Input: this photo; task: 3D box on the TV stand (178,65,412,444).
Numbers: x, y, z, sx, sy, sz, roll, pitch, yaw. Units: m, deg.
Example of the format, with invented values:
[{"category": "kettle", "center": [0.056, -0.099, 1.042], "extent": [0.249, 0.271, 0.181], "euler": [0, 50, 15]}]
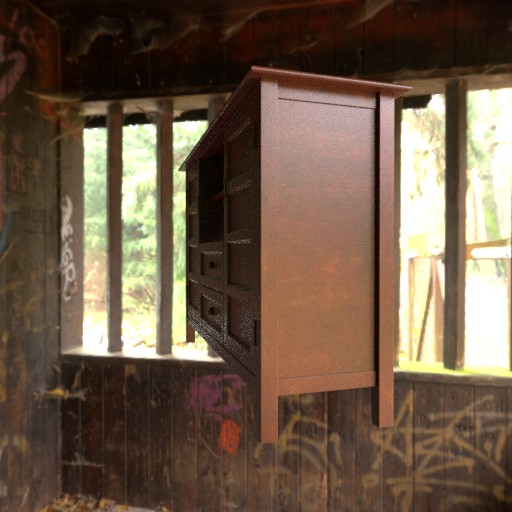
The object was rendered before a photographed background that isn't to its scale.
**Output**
[{"category": "TV stand", "center": [0.000, 0.000, 1.766], "extent": [0.445, 0.915, 1.372], "euler": [0, 1, -17]}]
